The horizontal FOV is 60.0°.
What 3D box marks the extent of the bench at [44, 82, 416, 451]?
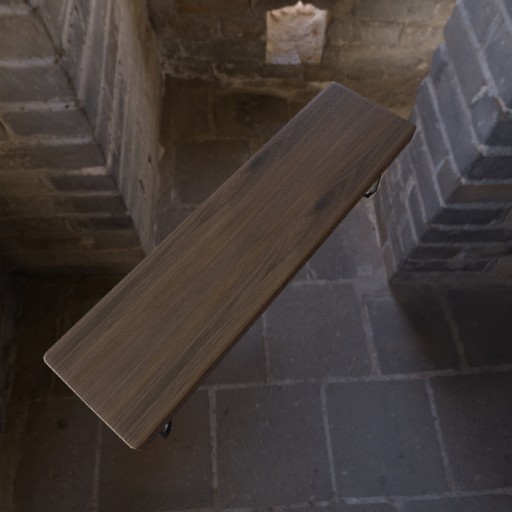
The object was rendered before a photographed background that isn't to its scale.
[{"bbox_3d":[0.000,0.000,1.780,0.425,0.462,1.570,36,68,17],"label":"bench"}]
